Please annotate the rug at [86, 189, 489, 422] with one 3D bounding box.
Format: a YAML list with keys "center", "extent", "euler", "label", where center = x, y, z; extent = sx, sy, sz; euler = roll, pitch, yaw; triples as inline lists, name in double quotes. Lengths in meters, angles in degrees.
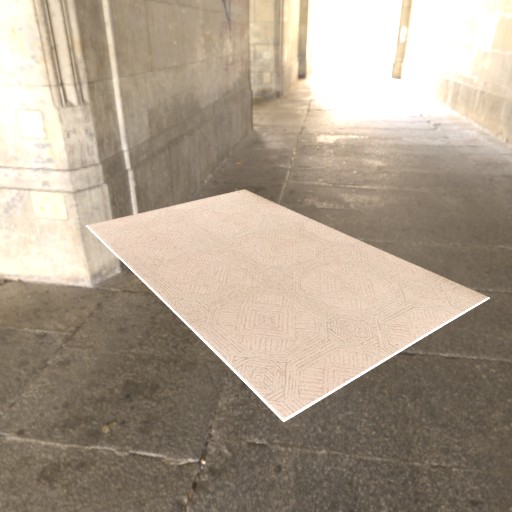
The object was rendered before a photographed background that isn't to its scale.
- center: [0.000, 0.000, 3.006]
  extent: [1.524, 0.008, 2.440]
  euler: [-18, 32, -32]
  label: "rug"
